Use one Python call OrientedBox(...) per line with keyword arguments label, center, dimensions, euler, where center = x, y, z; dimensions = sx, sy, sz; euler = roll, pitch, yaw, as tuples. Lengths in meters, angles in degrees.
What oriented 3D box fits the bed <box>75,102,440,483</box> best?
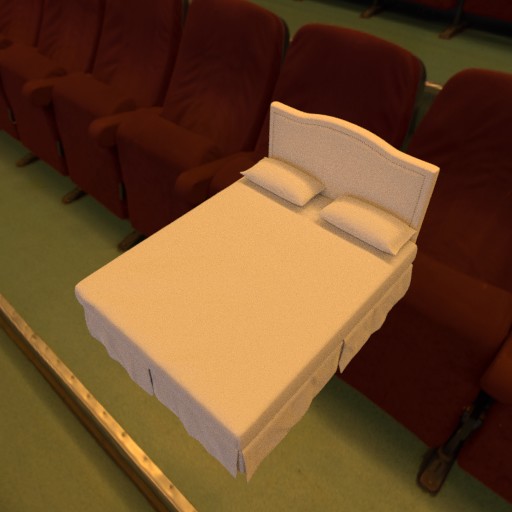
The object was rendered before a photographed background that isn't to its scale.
OrientedBox(label="bed", center=(0.000, 0.000, 3.685), dimensions=(1.977, 1.437, 2.477), euler=(33, 54, 28))
